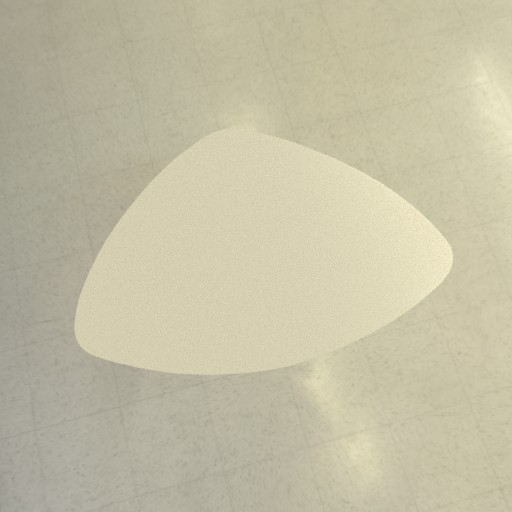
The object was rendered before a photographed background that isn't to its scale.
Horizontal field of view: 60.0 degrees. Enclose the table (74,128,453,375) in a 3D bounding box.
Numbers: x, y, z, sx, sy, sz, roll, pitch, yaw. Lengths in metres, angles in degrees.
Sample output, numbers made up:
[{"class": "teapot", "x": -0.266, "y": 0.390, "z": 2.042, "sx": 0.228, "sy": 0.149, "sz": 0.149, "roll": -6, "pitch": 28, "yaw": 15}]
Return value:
[{"class": "table", "x": 0.000, "y": 0.000, "z": 1.690, "sx": 1.250, "sy": 0.440, "sz": 0.850, "roll": -12, "pitch": 75, "yaw": -3}]
